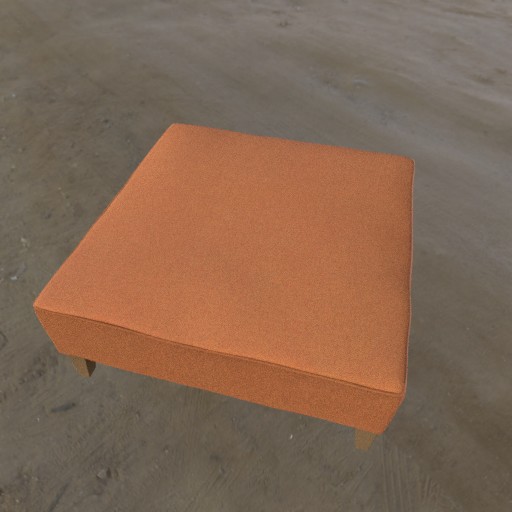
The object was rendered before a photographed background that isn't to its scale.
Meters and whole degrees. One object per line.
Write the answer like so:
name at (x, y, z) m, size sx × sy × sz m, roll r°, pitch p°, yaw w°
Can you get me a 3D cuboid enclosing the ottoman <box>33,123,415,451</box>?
ottoman at (0.000, 0.000, 1.539) m, size 0.999 × 0.438 × 0.997 m, roll 11°, pitch 47°, yaw 10°
